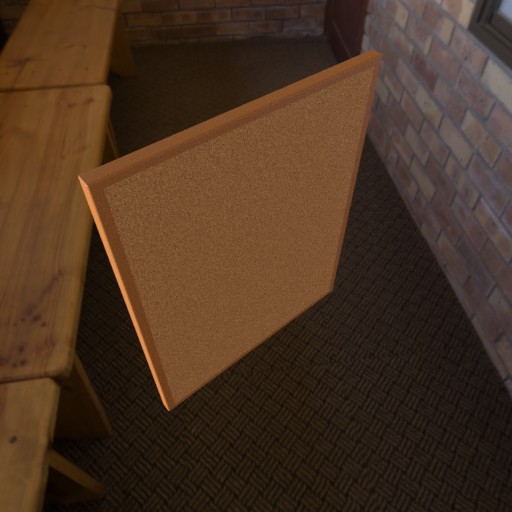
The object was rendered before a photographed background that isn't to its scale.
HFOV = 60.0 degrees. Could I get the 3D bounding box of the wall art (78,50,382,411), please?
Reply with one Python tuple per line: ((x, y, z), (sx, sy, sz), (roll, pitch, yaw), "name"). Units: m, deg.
((0.000, 0.000, 0.510), (0.310, 0.379, 0.015), (-32, 56, -25), "wall art")
